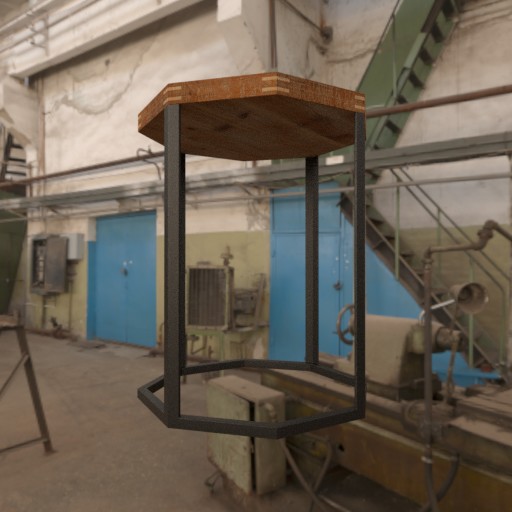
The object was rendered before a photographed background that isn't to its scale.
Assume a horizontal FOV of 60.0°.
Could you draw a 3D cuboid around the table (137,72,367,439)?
[{"bbox_3d":[0.000,0.000,0.881,0.458,0.543,0.458,0,0,37],"label":"table"}]
